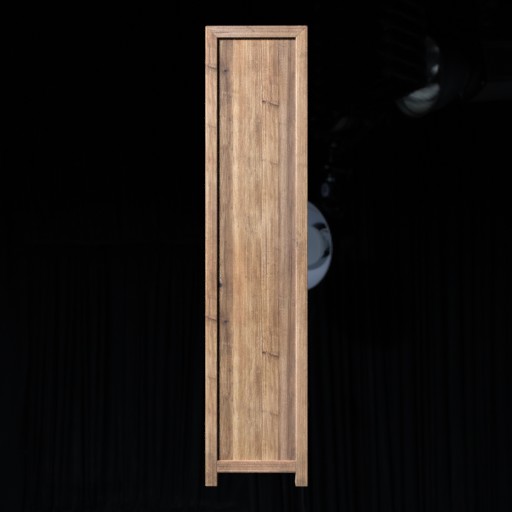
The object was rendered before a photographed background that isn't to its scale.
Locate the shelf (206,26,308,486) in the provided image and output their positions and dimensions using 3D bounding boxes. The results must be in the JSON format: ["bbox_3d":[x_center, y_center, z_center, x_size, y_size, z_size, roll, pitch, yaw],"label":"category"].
[{"bbox_3d":[0.000,0.000,2.079,0.428,1.900,0.500,0,0,0],"label":"shelf"}]
